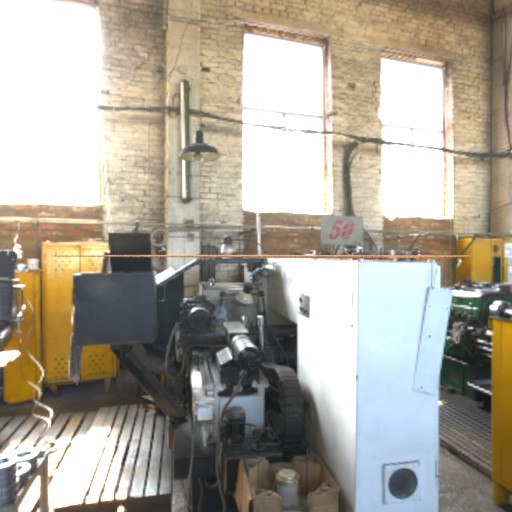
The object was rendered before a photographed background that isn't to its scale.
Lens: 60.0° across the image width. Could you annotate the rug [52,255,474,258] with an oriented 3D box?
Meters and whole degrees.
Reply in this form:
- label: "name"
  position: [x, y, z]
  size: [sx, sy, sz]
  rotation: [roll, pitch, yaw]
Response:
- label: "rug"
  position: [0.000, 0.000, 2.187]
  size: [1.747, 0.006, 1.143]
  rotation: [0, 0, 37]
